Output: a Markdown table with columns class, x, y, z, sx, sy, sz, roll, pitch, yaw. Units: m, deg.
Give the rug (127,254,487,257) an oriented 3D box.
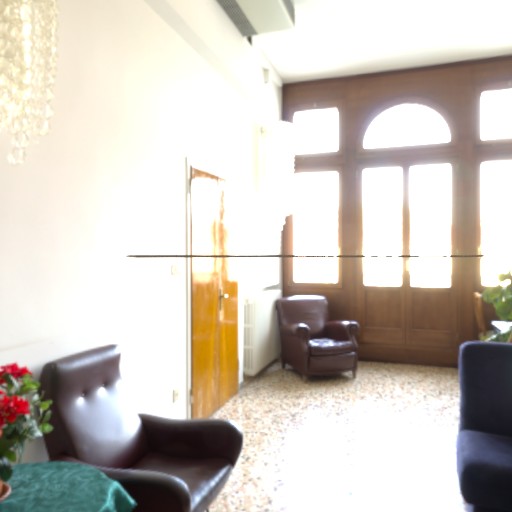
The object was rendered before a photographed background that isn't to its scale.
| class | x | y | z | sx | sy | sz | roll | pitch | yaw |
| --- | --- | --- | --- | --- | --- | --- | --- | --- | --- |
| rug | 0.000 | 0.000 | 4.422 | 2.448 | 0.020 | 3.359 | 0 | 0 | -17 |
